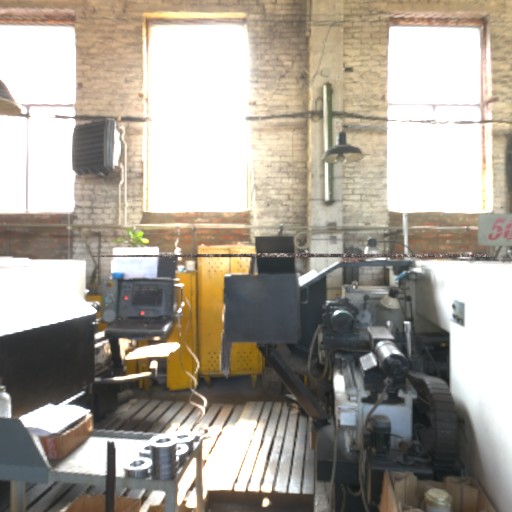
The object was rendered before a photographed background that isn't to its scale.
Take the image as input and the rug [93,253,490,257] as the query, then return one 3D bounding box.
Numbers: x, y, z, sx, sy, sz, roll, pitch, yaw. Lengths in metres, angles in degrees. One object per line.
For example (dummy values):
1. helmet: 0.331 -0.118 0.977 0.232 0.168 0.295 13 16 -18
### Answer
1. rug: 0.000 0.000 2.301 1.186 0.012 1.814 0 0 -35
